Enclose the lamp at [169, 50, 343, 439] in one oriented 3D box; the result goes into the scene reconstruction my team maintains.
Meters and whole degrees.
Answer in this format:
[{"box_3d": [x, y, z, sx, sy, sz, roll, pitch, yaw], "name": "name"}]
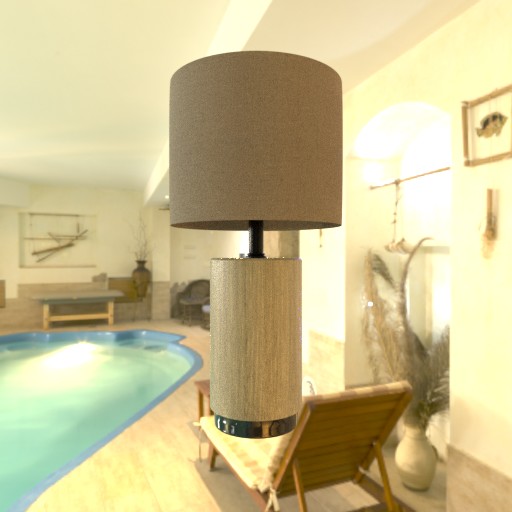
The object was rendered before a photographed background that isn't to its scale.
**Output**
[{"box_3d": [0.000, 0.000, 0.592, 0.228, 0.444, 0.228, 0, 0, -19], "name": "lamp"}]
